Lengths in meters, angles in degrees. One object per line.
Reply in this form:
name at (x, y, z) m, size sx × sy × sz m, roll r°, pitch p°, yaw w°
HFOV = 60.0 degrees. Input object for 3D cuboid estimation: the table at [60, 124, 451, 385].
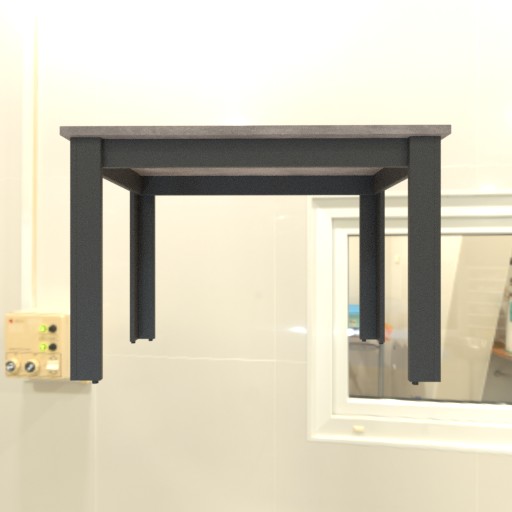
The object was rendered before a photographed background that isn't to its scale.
table at (0.000, 0.000, 1.593) m, size 1.100 × 0.734 × 0.700 m, roll 0°, pitch 0°, yaw 1°
